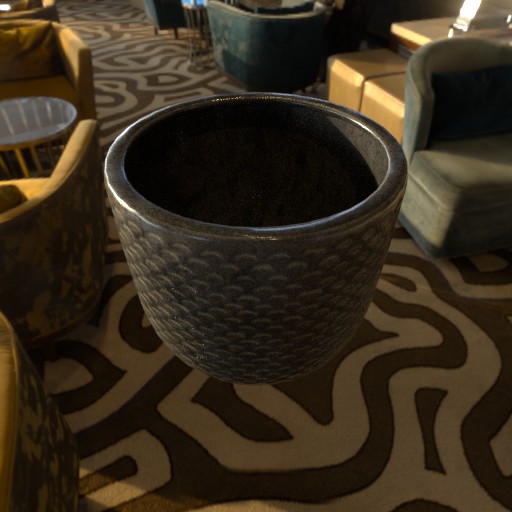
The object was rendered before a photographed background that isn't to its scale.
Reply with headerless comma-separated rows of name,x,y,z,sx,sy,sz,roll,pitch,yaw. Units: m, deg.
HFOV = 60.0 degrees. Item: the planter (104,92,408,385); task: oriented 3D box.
planter,0.000,0.000,0.354,0.197,0.191,0.197,0,41,0
